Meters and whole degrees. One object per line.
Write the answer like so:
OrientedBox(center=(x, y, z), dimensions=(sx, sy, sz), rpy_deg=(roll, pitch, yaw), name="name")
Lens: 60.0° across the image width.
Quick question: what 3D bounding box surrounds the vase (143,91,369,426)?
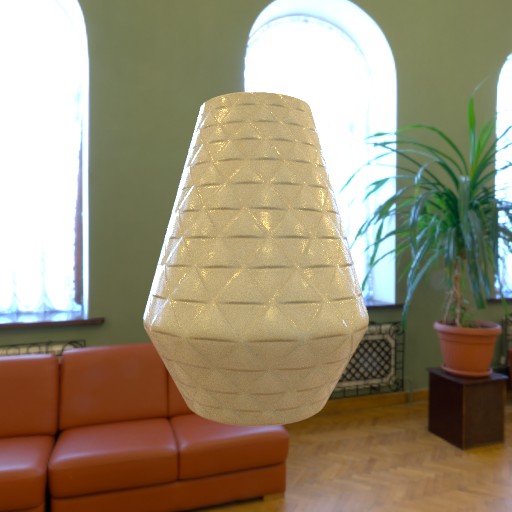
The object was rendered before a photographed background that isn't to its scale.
OrientedBox(center=(0.000, 0.000, 0.353), dimensions=(0.175, 0.230, 0.175), rpy_deg=(0, 1, 0), name="vase")
